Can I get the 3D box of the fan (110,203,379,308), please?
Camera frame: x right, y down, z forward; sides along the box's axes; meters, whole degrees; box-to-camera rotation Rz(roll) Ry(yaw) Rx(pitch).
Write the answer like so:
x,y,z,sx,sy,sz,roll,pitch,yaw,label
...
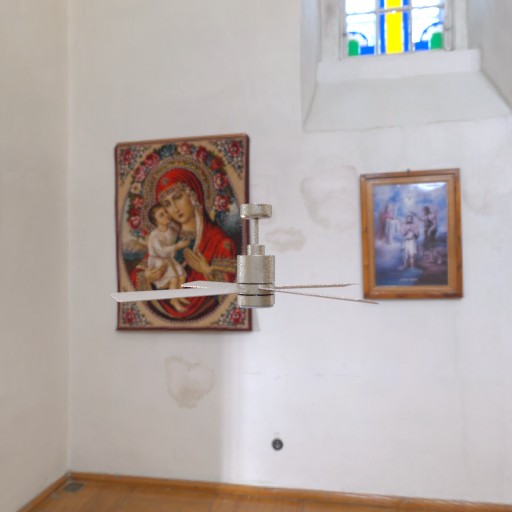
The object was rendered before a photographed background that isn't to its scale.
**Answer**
x,y,z,sx,sy,sz,roll,pitch,yaw,label
0.000,0.000,2.369,1.525,0.539,1.525,0,0,-35,fan
